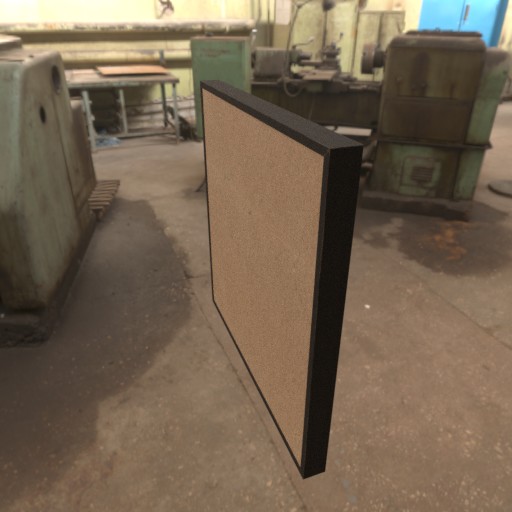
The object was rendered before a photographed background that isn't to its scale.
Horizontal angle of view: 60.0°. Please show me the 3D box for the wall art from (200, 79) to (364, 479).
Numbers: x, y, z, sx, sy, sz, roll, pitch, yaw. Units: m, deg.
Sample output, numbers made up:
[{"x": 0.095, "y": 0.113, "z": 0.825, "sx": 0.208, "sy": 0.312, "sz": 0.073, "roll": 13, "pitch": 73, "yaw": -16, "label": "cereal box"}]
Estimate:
[{"x": 0.000, "y": 0.000, "z": 0.765, "sx": 0.038, "sy": 0.508, "sz": 0.508, "roll": -10, "pitch": 31, "yaw": -18, "label": "wall art"}]
